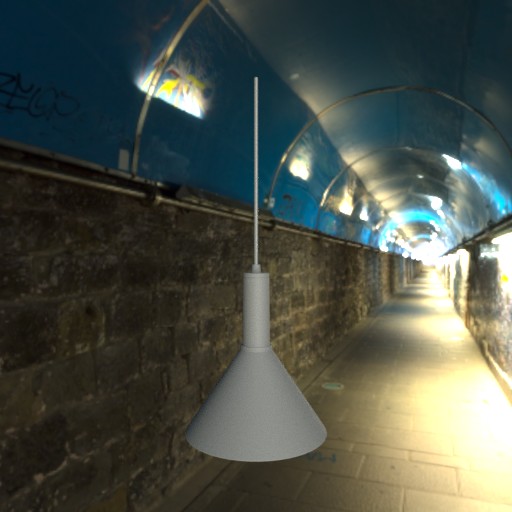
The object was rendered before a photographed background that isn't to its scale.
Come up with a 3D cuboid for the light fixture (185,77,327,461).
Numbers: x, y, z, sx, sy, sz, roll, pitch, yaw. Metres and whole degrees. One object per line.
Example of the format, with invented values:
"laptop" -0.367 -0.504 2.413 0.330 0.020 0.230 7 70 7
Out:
"light fixture" 0.000 0.000 0.847 0.267 0.683 0.267 0 -1 37
